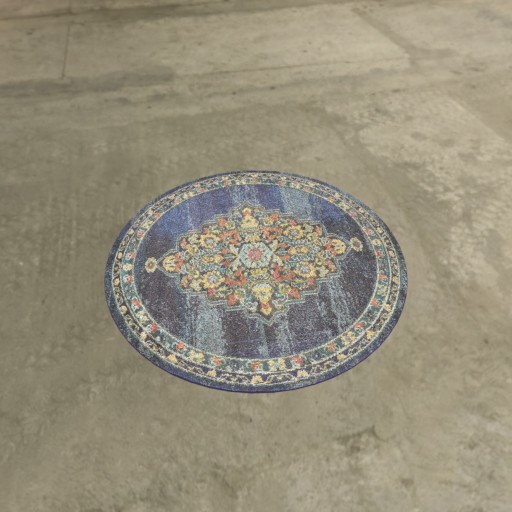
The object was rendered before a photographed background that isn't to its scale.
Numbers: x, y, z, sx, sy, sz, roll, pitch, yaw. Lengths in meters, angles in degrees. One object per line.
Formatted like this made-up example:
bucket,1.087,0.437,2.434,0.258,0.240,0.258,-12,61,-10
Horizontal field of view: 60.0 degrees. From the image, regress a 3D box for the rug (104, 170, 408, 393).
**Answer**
rug,0.000,0.000,3.584,2.386,0.014,2.386,0,46,0
